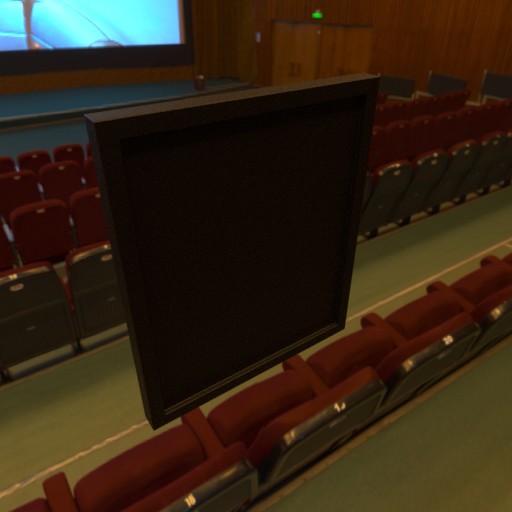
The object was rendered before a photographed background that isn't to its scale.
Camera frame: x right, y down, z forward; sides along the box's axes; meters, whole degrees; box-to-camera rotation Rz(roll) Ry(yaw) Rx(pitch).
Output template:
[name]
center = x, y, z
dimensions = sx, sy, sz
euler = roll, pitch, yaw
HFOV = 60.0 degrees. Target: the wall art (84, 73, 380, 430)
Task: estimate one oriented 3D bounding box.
[wall art]
center = 0.000, 0.000, 0.537
dimensions = 0.328, 0.381, 0.028
euler = -20, 38, -29
